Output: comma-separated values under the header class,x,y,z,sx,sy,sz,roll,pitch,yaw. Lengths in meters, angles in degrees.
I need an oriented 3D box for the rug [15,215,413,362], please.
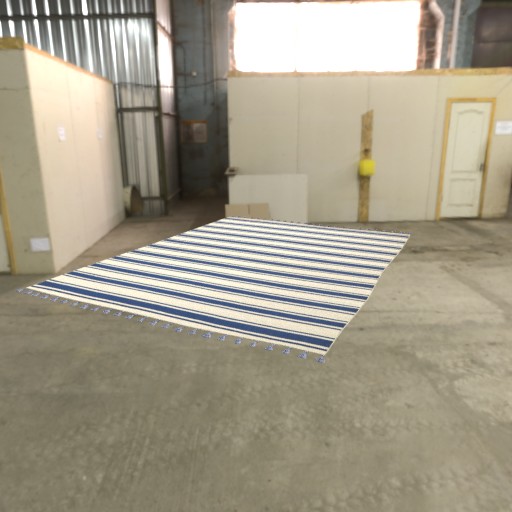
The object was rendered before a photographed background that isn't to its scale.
class,x,y,z,sx,sy,sz,roll,pitch,yaw
rug,0.000,0.000,4.327,2.471,0.016,3.416,8,18,25
